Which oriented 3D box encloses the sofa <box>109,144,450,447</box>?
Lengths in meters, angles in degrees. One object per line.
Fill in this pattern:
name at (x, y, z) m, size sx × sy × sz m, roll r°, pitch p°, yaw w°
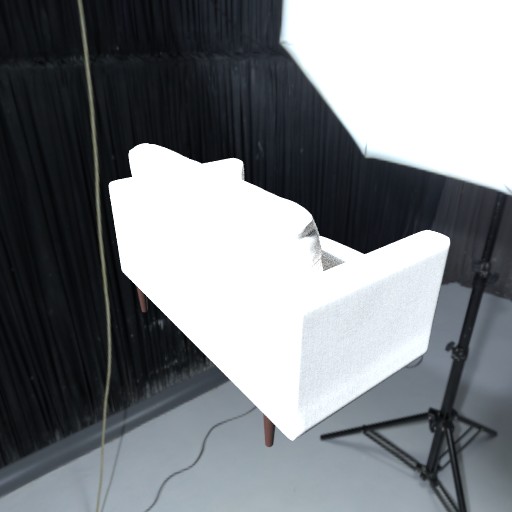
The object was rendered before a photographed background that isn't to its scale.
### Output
sofa at (0.000, 0.000, 2.034) m, size 0.796 × 0.908 × 1.430 m, roll -19°, pitch 33°, yaw -32°
